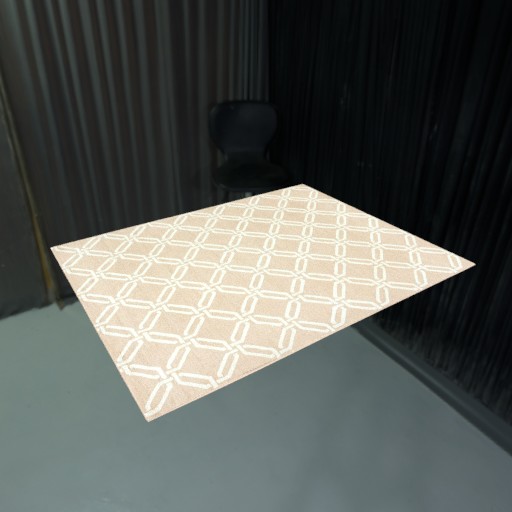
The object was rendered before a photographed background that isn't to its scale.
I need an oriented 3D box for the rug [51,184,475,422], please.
[{"bbox_3d":[0.000,0.000,3.839,2.895,0.018,2.288,-18,34,-29],"label":"rug"}]
